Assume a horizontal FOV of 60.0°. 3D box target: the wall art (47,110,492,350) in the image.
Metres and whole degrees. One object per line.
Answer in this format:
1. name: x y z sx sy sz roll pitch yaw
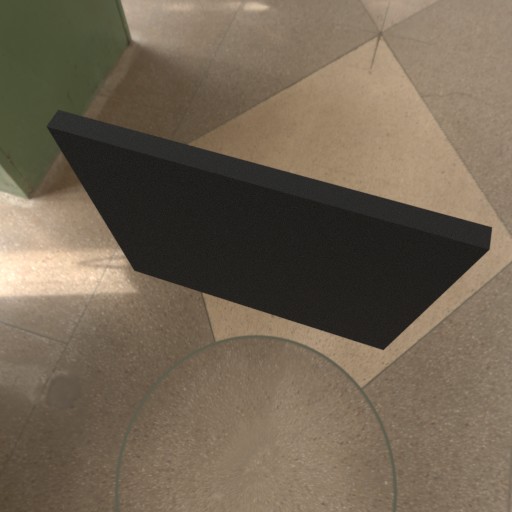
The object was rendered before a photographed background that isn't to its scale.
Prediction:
1. wall art: 0.000 0.000 0.743 0.558 0.457 0.031 17 65 8
